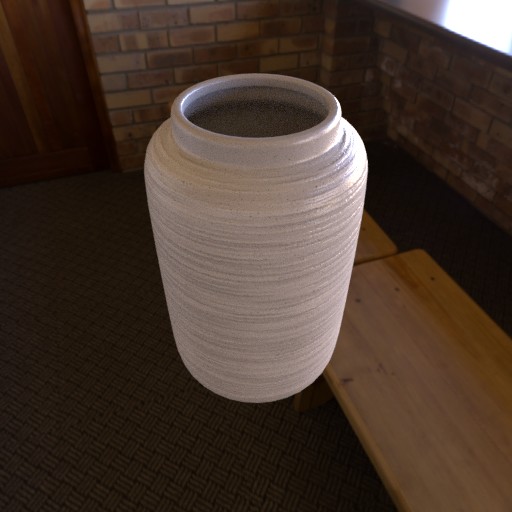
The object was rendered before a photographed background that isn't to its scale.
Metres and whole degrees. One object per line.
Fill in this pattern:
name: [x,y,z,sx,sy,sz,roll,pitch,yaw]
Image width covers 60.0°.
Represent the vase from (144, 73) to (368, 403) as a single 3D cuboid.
vase: [0.000,0.000,0.473,0.202,0.335,0.202,0,42,0]
